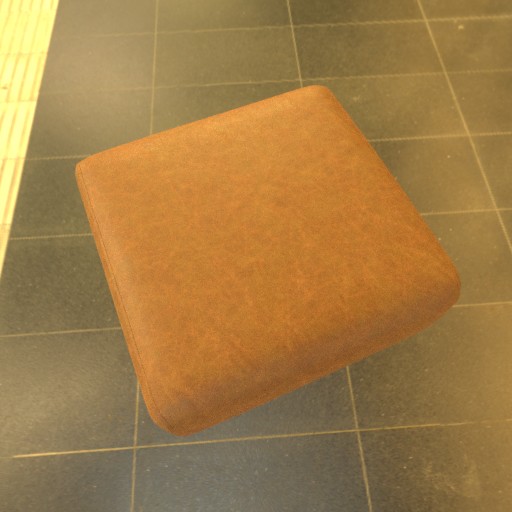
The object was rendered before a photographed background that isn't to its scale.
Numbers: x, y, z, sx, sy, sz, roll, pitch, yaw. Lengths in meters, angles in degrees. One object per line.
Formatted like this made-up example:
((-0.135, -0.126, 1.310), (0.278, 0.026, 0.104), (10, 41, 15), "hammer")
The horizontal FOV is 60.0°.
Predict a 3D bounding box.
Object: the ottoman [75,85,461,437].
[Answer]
((0.000, 0.000, 1.073), (0.650, 0.399, 0.650), (-21, 65, -10), "ottoman")
